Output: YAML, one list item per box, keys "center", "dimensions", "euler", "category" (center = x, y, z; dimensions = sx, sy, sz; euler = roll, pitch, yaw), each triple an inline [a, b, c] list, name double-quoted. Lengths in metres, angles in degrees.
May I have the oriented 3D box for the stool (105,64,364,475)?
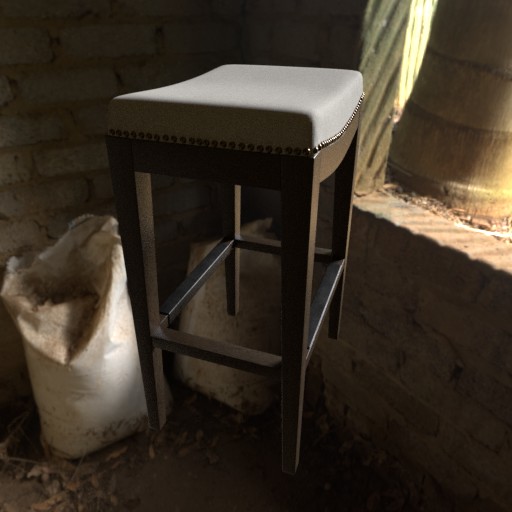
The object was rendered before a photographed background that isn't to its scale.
- center: [0.000, 0.000, 1.019]
  dimensions: [0.358, 0.759, 0.498]
  euler: [10, 32, 17]
  category: "stool"
